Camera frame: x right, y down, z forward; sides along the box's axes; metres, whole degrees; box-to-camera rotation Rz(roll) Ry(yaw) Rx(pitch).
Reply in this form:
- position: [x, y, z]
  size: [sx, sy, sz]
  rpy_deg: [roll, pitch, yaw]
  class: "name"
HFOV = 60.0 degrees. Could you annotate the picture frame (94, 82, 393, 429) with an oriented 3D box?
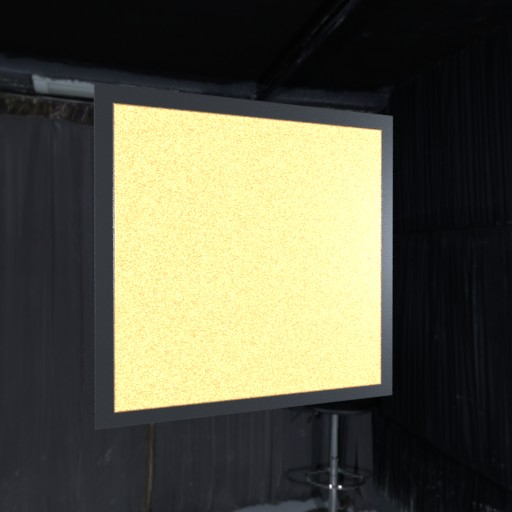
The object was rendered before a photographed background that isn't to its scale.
- position: [0.000, 0.000, 0.519]
  size: [0.355, 0.353, 0.029]
  rpy_deg: [0, 0, -18]
  class: "picture frame"
